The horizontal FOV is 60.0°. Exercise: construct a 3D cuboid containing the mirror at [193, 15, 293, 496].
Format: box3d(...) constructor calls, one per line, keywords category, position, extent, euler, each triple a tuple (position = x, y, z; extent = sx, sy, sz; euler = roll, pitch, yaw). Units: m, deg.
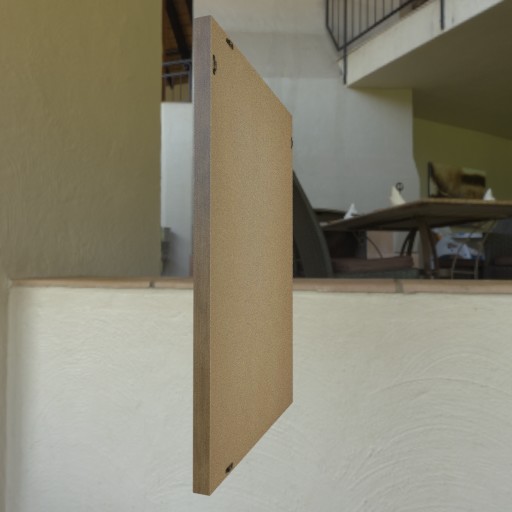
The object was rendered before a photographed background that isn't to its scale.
box3d(category="mirror", position=(0.000, 0.000, 1.134), extent=(0.041, 0.915, 0.609), euler=(0, -1, 20))
